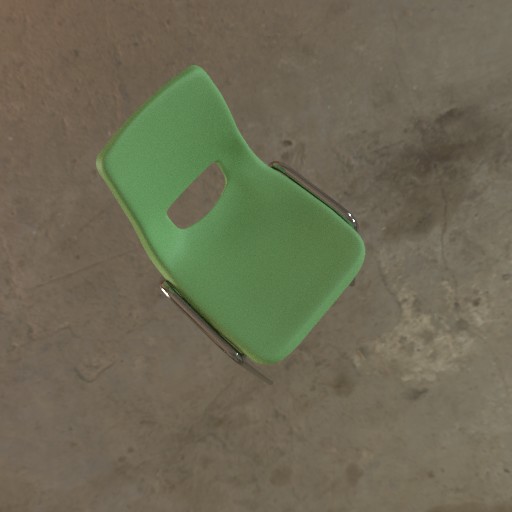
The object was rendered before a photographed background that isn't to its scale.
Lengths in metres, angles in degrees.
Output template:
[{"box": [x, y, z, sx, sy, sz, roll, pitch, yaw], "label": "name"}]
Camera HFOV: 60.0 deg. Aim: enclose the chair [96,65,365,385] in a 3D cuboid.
[{"box": [0.000, 0.000, 0.936, 0.436, 0.704, 0.381, 40, 80, 8], "label": "chair"}]
